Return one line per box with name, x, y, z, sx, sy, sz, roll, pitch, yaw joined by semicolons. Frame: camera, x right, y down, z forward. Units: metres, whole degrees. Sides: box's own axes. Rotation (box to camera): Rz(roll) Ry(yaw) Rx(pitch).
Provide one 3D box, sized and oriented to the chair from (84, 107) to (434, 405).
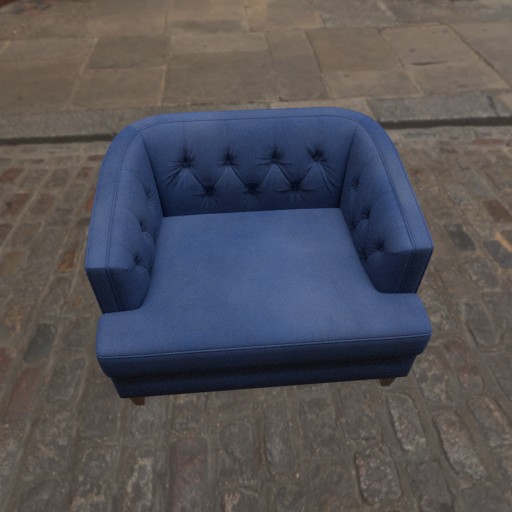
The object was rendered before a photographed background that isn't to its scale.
chair;0.000;0.000;1.761;1.118;0.787;0.914;-3;46;-3
